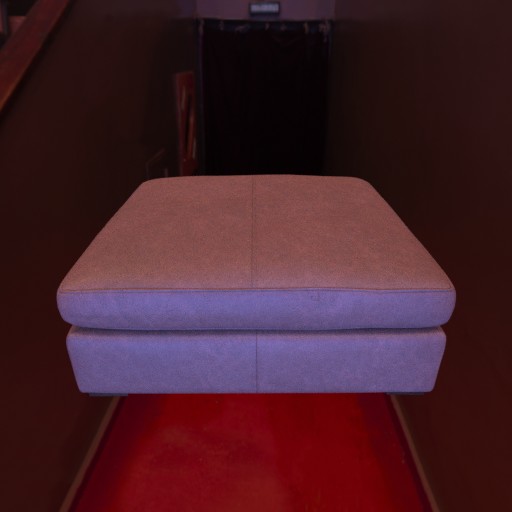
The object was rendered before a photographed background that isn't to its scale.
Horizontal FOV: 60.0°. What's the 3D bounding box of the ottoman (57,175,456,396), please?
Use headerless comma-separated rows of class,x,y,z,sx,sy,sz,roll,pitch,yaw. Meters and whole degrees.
ottoman,0.000,0.000,1.809,1.168,0.490,1.168,0,25,0
